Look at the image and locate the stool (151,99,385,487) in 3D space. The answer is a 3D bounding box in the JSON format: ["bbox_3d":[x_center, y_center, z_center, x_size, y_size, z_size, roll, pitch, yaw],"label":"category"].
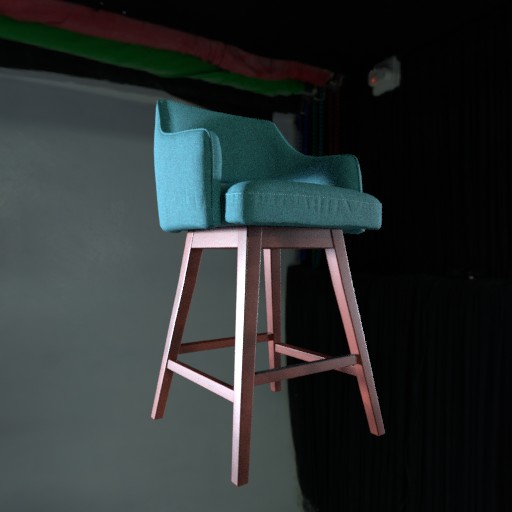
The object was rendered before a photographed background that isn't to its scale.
[{"bbox_3d":[0.000,0.000,1.279,0.548,0.961,0.556,0,1,-35],"label":"stool"}]
